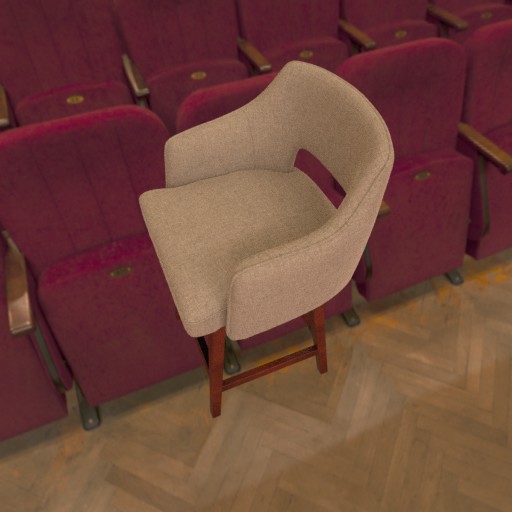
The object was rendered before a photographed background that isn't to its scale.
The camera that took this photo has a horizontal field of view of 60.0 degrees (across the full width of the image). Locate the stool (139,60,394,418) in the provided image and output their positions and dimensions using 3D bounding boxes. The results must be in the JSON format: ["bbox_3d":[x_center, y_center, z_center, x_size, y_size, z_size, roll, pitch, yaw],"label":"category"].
[{"bbox_3d":[0.000,0.000,1.331,0.558,0.944,0.599,-17,50,-15],"label":"stool"}]
